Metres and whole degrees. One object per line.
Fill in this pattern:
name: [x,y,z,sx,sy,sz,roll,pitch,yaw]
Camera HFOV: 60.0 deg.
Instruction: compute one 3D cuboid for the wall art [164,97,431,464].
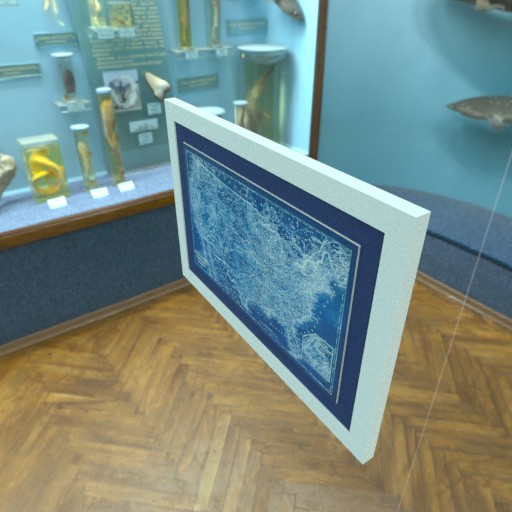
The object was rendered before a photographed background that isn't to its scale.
wall art: [0.000,0.000,1.669,0.051,0.902,1.308,-20,37,-28]
